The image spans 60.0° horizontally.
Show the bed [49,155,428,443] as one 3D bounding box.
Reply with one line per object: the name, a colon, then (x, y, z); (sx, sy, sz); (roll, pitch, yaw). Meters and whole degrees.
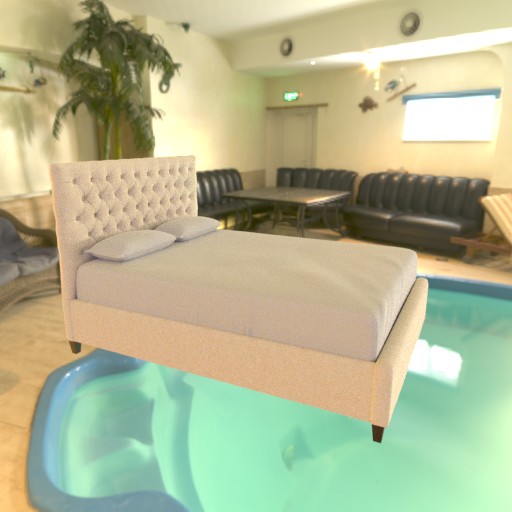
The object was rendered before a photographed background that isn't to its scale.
bed: (0.000, 0.000, 3.409); (2.387, 1.427, 1.698); (7, 17, 26)
